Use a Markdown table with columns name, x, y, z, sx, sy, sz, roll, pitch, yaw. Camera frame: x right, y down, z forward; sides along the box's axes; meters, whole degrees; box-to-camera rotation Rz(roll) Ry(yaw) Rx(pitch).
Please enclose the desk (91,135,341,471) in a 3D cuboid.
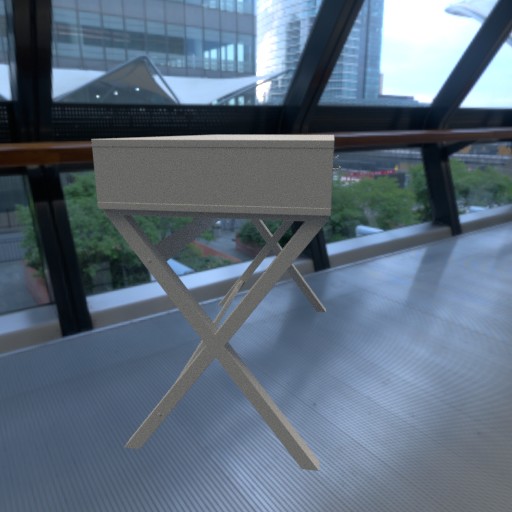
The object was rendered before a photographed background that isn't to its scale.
| name | x | y | z | sx | sy | sz | roll | pitch | yaw |
| --- | --- | --- | --- | --- | --- | --- | --- | --- | --- |
| desk | 0.000 | 0.000 | 1.498 | 0.525 | 0.780 | 1.057 | 3 | 16 | 9 |
